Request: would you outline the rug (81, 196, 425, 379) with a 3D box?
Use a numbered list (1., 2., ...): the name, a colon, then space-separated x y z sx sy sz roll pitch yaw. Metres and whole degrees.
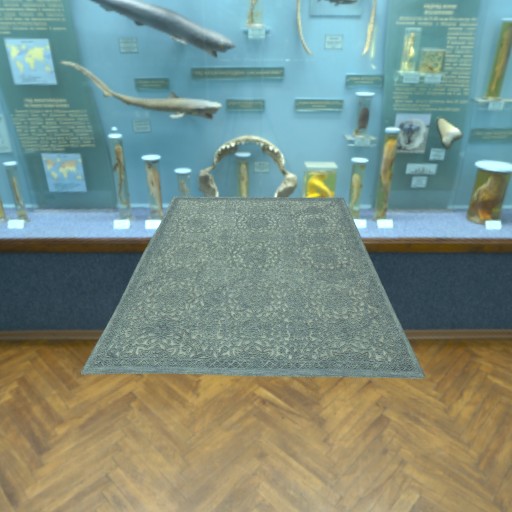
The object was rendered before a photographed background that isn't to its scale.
1. rug: 0.000 0.000 2.374 1.224 0.016 1.830 0 28 1
